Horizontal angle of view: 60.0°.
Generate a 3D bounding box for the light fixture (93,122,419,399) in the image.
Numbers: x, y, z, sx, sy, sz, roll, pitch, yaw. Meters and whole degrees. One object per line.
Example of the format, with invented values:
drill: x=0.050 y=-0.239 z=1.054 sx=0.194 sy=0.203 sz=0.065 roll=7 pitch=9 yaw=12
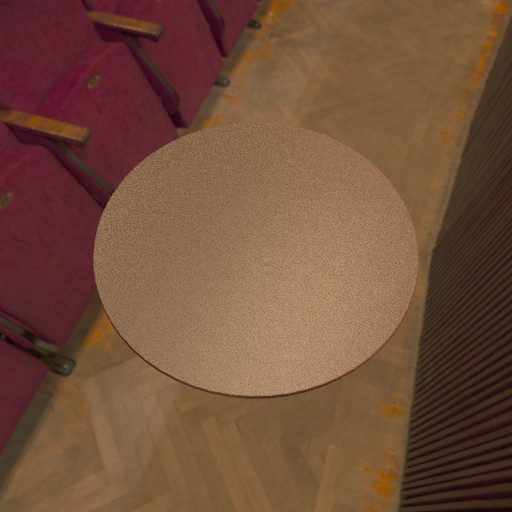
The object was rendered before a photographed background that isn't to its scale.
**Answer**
light fixture: x=0.000 y=0.000 z=0.549 sx=0.368 sy=0.100 sz=0.368 roll=0 pitch=59 yaw=0
